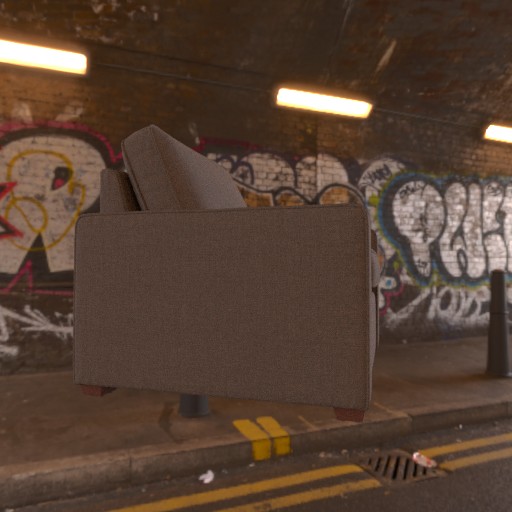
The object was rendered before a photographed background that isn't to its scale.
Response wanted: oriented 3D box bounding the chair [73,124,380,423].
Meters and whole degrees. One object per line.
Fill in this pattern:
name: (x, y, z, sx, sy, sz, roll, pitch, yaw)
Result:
chair: (0.000, 0.000, 1.758, 0.940, 0.919, 1.017, 0, -1, 17)
